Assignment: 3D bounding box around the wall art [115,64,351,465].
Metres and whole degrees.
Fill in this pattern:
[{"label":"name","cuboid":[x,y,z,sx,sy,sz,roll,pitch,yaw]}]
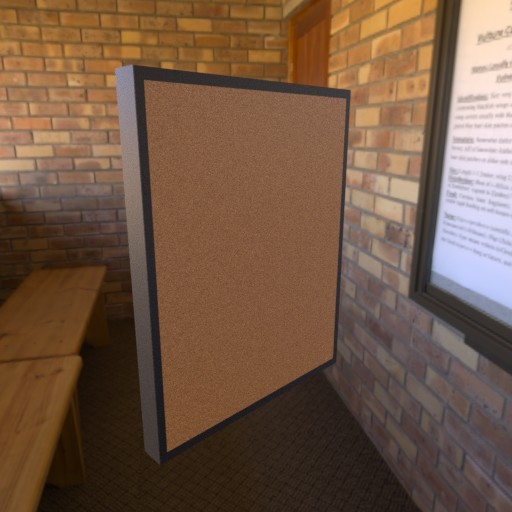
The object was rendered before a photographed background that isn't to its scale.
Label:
[{"label":"wall art","cuboid":[0.000,0.000,0.500,0.294,0.369,0.030,-15,21,-42]}]
